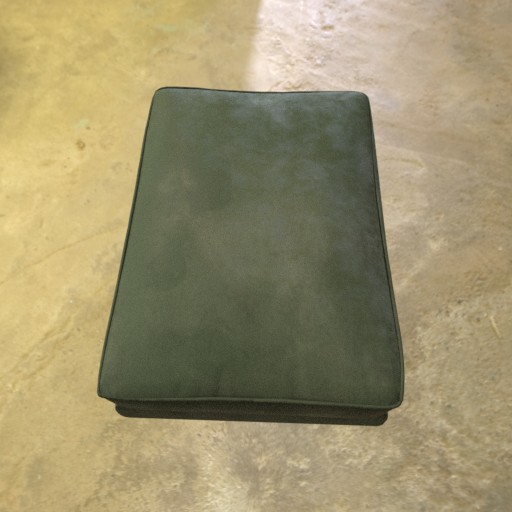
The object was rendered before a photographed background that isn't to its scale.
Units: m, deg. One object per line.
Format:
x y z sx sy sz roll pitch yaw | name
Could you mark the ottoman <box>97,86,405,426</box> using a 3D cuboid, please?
0.000 0.000 1.216 0.632 0.495 0.864 2 62 1 | ottoman
